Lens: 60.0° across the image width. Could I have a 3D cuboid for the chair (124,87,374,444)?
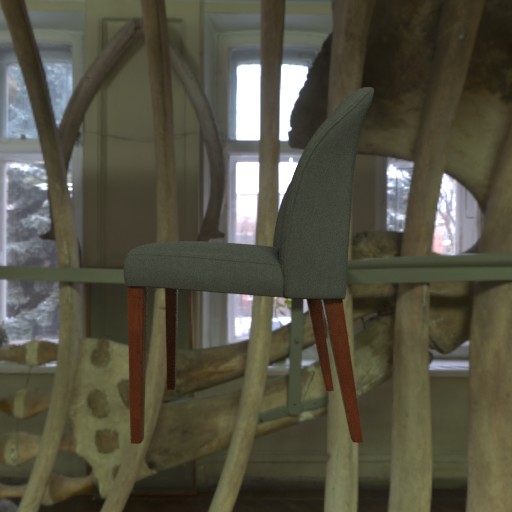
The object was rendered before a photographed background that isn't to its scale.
[{"bbox_3d":[0.000,0.000,1.246,0.619,0.879,0.506,0,0,0],"label":"chair"}]
